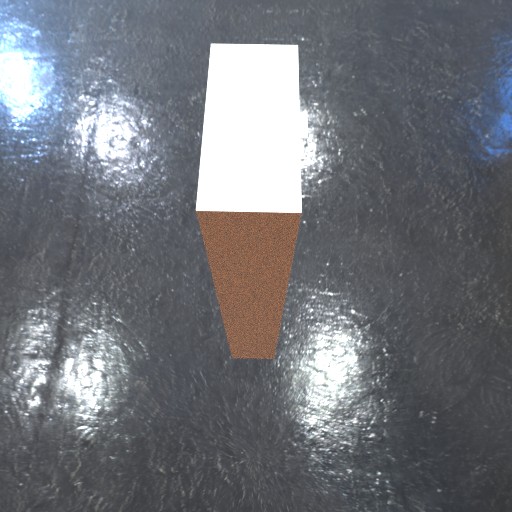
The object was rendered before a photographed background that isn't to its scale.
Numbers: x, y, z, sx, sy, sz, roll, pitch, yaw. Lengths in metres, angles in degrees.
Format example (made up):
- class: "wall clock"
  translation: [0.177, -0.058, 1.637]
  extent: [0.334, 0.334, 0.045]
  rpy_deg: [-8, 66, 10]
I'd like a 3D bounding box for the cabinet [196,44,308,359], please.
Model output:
- class: "cabinet"
  translation: [0.000, 0.000, 1.835]
  extent: [0.255, 1.630, 0.520]
  rpy_deg: [1, 66, 1]
